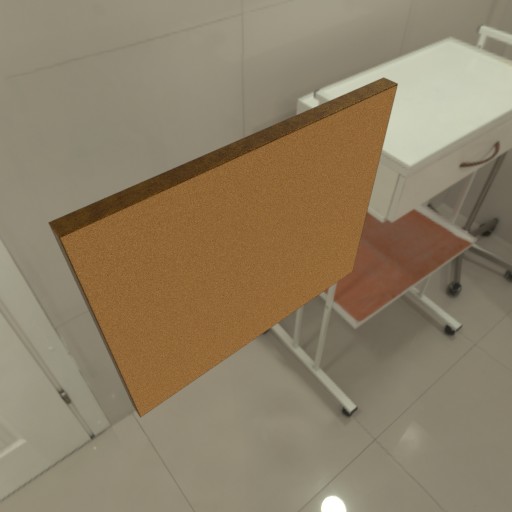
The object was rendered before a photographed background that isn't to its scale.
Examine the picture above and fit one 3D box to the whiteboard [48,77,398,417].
[{"bbox_3d":[0.000,0.000,0.765,0.561,0.457,0.029,-30,54,-25],"label":"whiteboard"}]
